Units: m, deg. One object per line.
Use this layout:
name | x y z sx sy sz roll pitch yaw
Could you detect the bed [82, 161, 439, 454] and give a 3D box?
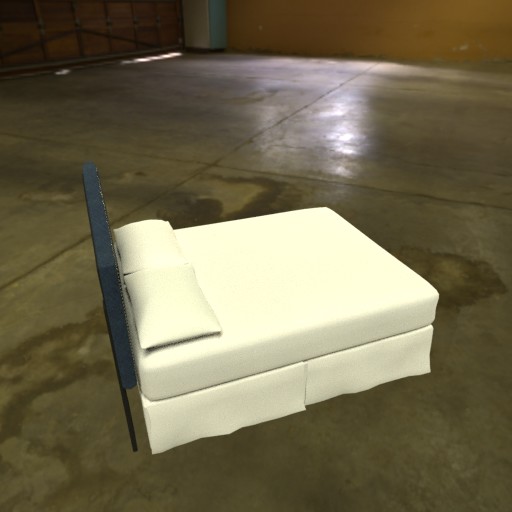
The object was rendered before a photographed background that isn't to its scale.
bed | 0.000 0.000 3.237 2.153 1.518 1.713 -11 31 -18
